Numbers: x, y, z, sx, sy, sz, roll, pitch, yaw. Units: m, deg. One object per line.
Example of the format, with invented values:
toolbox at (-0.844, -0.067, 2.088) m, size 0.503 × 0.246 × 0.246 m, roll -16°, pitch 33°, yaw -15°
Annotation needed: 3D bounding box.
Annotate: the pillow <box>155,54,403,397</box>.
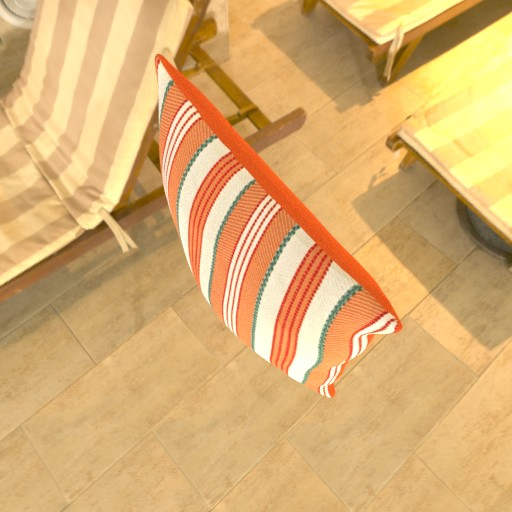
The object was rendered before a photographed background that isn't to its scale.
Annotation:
pillow at (0.000, 0.000, 0.664) m, size 0.182 × 0.441 × 0.440 m, roll -33°, pitch 69°, yaw -15°
